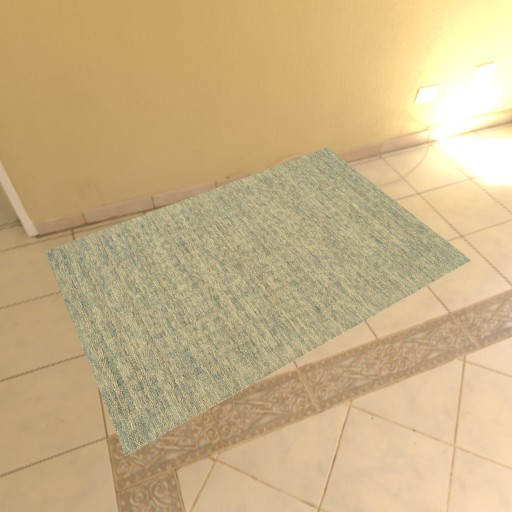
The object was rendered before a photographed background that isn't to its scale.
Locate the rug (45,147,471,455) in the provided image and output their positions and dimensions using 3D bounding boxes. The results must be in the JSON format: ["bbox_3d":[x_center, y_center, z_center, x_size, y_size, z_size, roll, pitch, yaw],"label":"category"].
[{"bbox_3d":[0.000,0.000,2.175,1.752,0.006,1.142,-24,51,-21],"label":"rug"}]
